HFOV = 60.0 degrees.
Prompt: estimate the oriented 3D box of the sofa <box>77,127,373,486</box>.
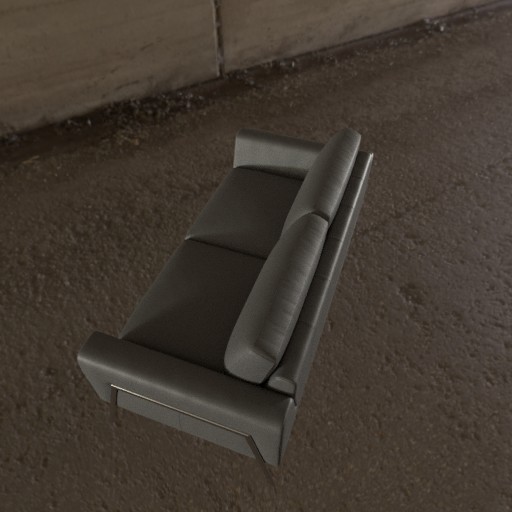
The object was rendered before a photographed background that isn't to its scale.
[{"bbox_3d":[0.000,0.000,2.563,0.953,0.875,2.017,15,49,14],"label":"sofa"}]
